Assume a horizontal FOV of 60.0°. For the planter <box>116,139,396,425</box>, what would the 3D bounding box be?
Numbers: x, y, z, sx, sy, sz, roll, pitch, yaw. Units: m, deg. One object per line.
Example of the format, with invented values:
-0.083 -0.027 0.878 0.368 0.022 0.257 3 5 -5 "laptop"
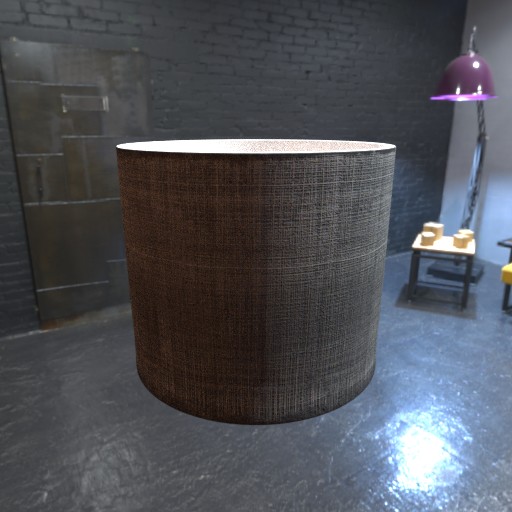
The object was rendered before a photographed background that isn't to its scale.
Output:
0.000 0.000 0.451 0.254 0.221 0.254 0 17 0 "planter"
